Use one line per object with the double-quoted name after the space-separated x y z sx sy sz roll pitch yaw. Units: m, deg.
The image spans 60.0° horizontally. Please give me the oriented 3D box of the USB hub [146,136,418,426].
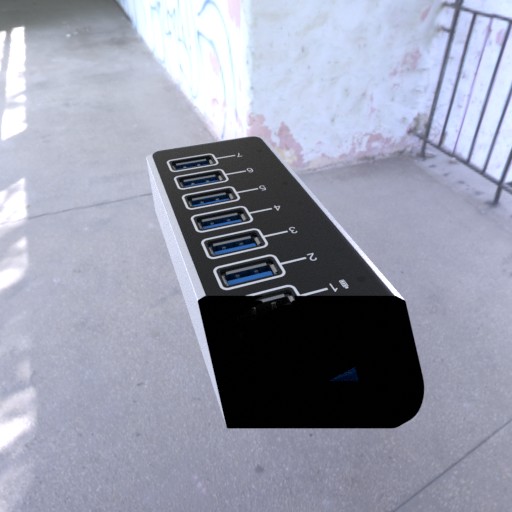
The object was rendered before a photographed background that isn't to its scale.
0.000 0.000 0.129 0.044 0.023 0.110 -13 41 -15 "USB hub"
